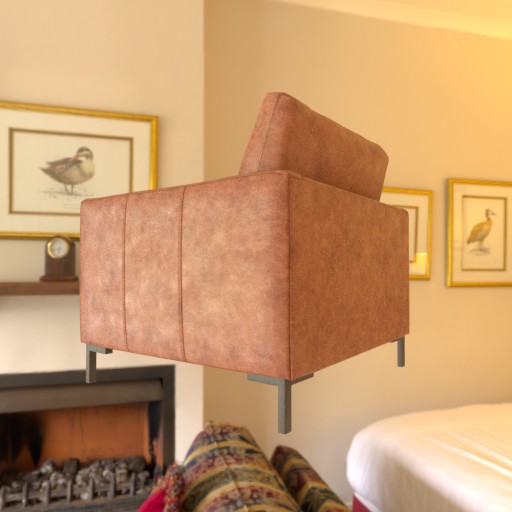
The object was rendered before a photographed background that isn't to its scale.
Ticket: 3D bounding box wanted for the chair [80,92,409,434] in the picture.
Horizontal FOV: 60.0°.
[{"bbox_3d":[0.000,0.000,1.655,0.862,0.869,0.967,-1,-2,36],"label":"chair"}]
